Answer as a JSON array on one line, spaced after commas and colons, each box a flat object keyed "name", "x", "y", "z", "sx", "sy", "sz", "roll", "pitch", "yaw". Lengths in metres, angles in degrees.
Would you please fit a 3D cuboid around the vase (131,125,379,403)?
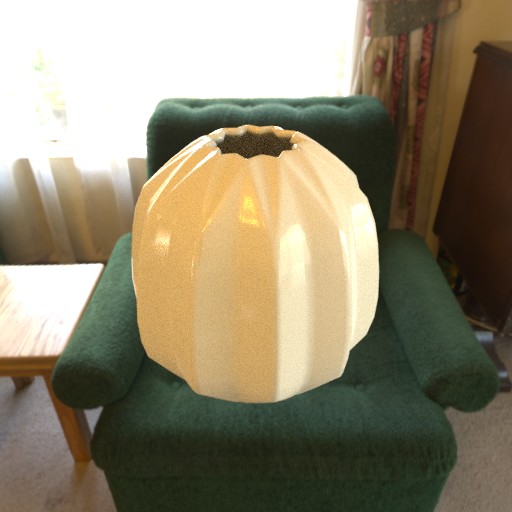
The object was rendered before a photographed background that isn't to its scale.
[{"name": "vase", "x": 0.000, "y": 0.000, "z": 0.250, "sx": 0.139, "sy": 0.134, "sz": 0.139, "roll": 0, "pitch": 33, "yaw": 0}]
